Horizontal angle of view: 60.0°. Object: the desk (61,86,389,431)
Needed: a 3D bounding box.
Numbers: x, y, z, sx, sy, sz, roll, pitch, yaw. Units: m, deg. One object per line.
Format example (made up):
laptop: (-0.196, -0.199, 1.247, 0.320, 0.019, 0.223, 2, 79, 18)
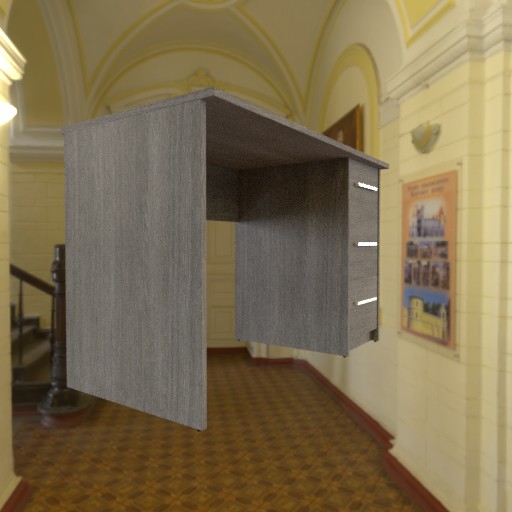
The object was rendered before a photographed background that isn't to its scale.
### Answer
desk: (0.000, 0.000, 1.536, 0.560, 0.735, 1.097, 1, 2, 35)
